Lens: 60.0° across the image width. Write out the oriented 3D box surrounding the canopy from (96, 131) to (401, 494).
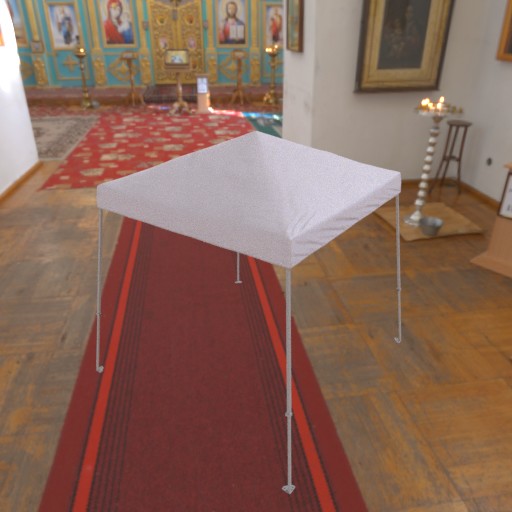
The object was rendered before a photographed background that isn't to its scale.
[{"bbox_3d":[0.000,0.000,5.170,2.849,2.850,2.850,18,31,32],"label":"canopy"}]
